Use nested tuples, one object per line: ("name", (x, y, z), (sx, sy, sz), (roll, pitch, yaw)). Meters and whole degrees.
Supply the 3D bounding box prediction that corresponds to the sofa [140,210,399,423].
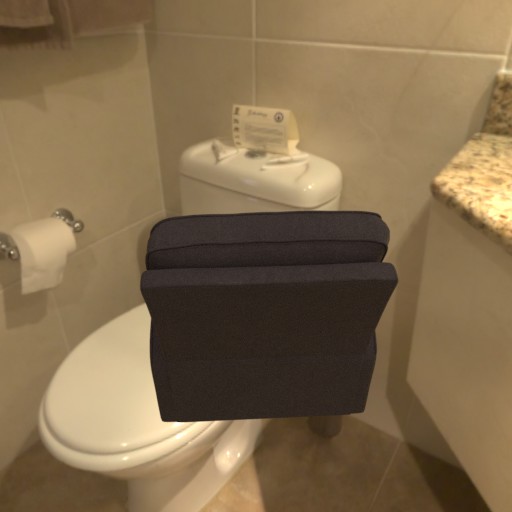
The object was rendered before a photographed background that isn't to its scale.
("sofa", (0.000, 0.000, 2.074), (0.861, 0.959, 1.472), (-2, 31, -3))
